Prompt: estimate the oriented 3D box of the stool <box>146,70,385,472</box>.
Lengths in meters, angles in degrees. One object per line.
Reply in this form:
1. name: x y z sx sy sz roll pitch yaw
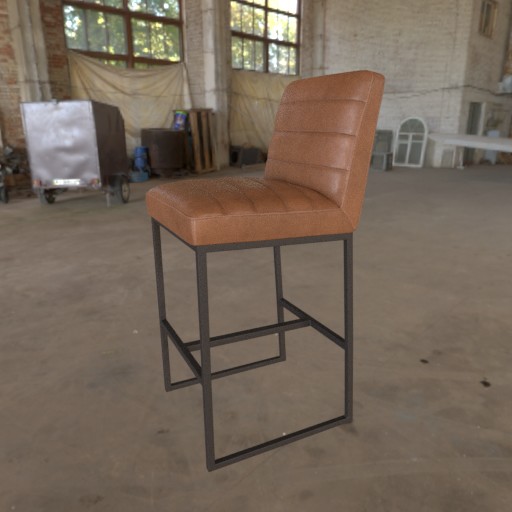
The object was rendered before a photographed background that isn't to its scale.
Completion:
1. stool: 0.000 0.000 1.347 0.556 1.040 0.458 -8 18 -25
